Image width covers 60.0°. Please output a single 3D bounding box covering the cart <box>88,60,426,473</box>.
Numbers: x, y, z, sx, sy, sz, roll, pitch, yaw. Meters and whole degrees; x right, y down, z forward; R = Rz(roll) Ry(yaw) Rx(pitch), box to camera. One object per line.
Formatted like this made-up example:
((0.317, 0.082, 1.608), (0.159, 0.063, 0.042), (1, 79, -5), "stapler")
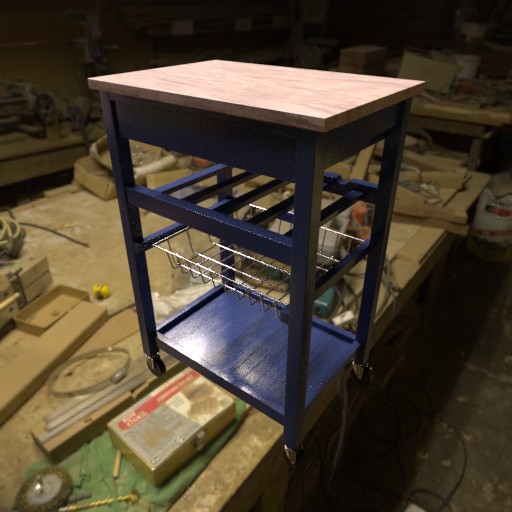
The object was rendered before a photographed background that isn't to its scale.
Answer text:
((0.000, 0.000, 1.123), (0.584, 0.839, 0.403), (22, 37, 32), "cart")
